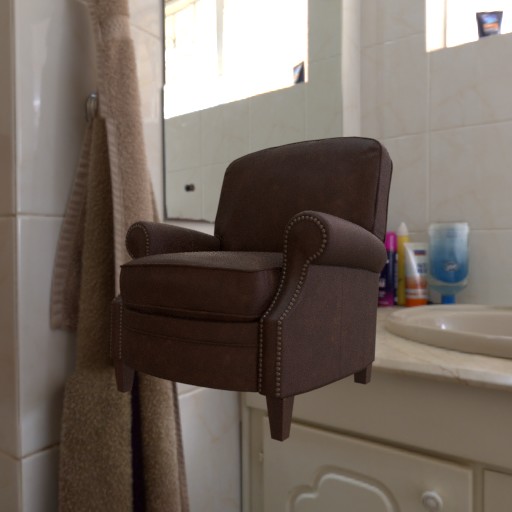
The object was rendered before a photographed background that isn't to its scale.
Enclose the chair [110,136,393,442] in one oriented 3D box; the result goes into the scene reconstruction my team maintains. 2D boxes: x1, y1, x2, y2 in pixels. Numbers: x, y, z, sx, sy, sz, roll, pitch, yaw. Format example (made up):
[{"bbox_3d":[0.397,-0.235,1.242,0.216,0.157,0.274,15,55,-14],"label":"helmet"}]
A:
[{"bbox_3d":[0.000,0.000,1.747,0.936,1.018,0.986,1,1,37],"label":"chair"}]
